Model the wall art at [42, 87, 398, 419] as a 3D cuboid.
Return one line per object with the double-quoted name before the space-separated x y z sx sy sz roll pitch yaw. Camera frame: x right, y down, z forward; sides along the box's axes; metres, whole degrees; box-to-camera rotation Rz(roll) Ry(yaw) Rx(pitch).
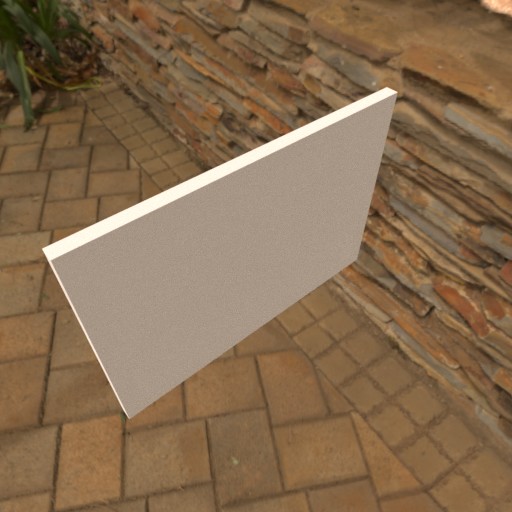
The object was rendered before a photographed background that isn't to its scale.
"wall art" 0.000 0.000 1.677 1.308 0.902 0.051 -31 54 -26
